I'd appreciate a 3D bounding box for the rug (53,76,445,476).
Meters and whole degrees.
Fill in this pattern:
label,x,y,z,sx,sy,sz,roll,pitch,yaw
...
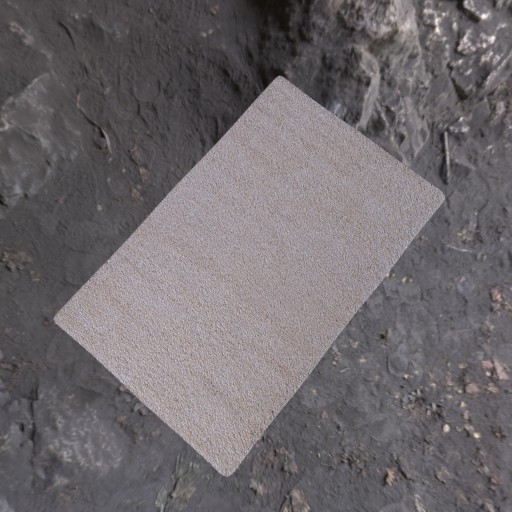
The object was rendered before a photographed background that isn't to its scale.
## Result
label,x,y,z,sx,sy,sz,roll,pitch,yaw
rug,0.000,0.000,2.978,1.500,0.026,2.349,39,80,8
